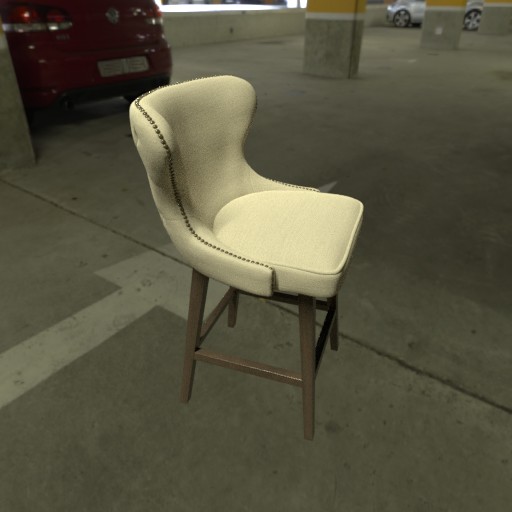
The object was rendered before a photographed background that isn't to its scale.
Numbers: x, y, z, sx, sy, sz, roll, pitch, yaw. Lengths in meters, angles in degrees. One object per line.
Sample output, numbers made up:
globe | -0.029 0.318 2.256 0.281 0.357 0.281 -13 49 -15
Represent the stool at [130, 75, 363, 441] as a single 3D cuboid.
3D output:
stool | 0.000 0.000 1.380 0.597 0.972 0.615 10 32 17
